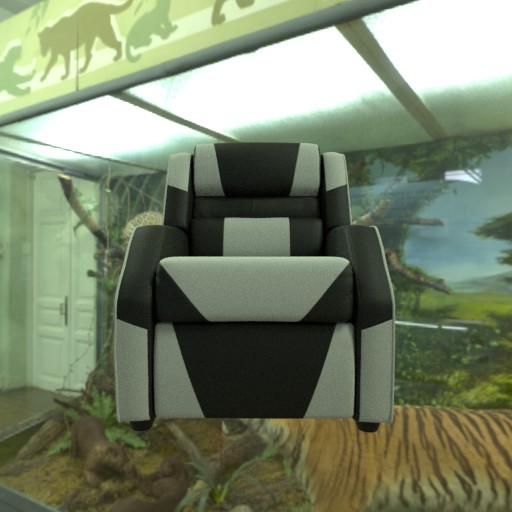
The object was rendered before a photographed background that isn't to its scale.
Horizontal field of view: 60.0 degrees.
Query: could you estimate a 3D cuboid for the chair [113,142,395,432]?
[{"bbox_3d":[0.000,0.000,1.281,0.620,0.805,0.672,0,0,1],"label":"chair"}]
